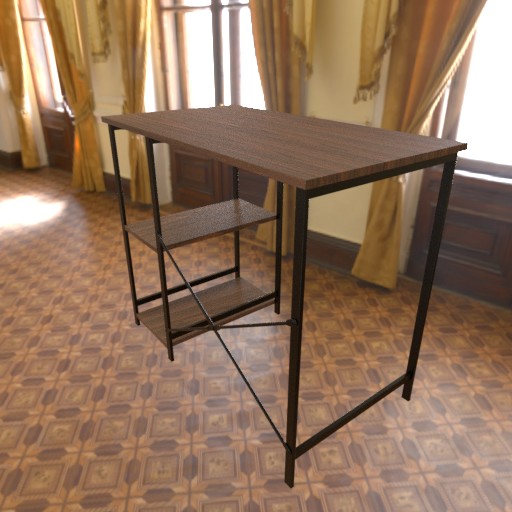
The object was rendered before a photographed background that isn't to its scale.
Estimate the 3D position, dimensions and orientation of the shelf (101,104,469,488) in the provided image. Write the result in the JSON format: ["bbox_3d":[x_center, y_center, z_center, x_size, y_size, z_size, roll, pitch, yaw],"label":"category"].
[{"bbox_3d":[0.000,0.000,1.330,0.498,0.750,0.902,-18,31,-34],"label":"shelf"}]
